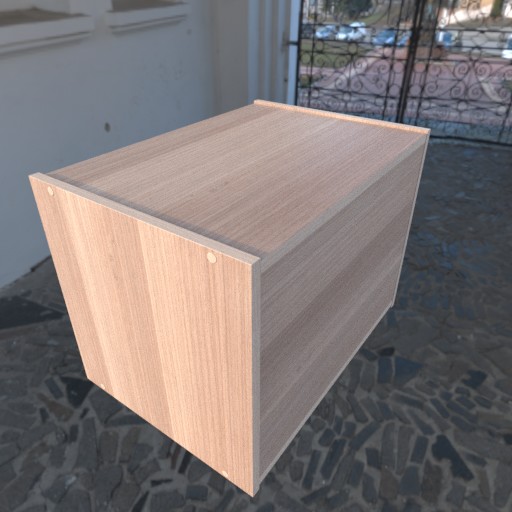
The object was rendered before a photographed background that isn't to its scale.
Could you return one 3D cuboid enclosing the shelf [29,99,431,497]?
[{"bbox_3d":[0.000,0.000,0.616,0.290,0.305,0.415,21,38,30],"label":"shelf"}]
